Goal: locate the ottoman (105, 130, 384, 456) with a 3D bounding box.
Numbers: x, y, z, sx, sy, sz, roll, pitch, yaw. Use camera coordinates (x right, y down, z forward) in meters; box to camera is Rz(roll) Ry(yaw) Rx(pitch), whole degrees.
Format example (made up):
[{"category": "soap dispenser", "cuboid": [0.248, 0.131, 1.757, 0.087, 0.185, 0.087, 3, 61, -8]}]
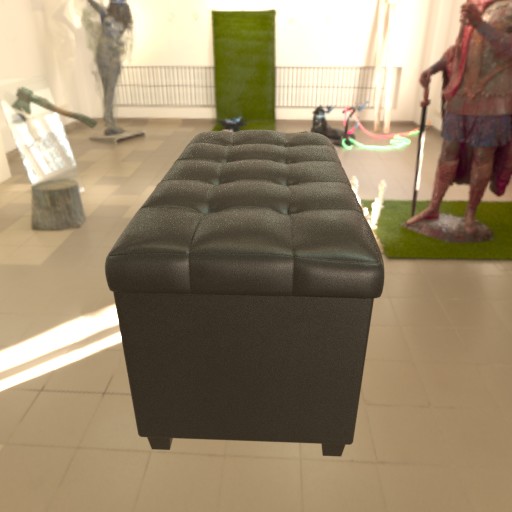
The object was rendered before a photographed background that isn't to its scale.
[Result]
[{"category": "ottoman", "cuboid": [0.000, 0.000, 1.105, 0.432, 0.470, 0.838, 1, 28, 2]}]
